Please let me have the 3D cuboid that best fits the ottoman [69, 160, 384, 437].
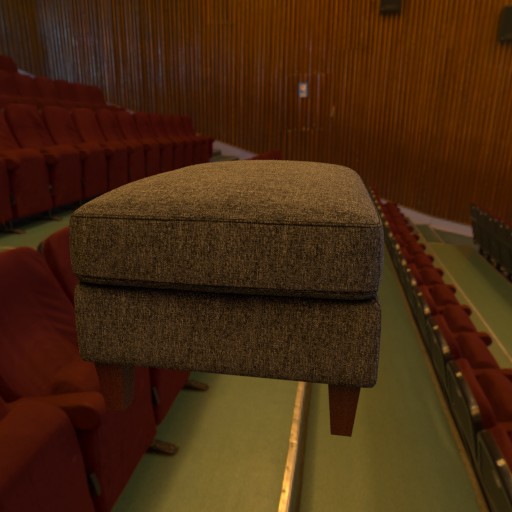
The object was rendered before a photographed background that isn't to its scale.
[{"bbox_3d":[0.000,0.000,1.194,0.584,0.483,0.864,3,16,9],"label":"ottoman"}]
